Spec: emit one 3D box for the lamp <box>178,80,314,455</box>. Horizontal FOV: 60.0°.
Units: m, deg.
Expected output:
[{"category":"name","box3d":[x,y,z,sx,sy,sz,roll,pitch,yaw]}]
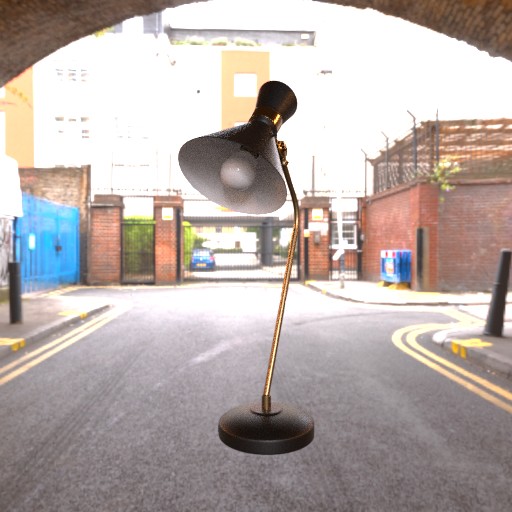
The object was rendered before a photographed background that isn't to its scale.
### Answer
[{"category":"lamp","box3d":[0.000,0.000,0.777,0.189,0.647,0.292,0,1,36]}]
